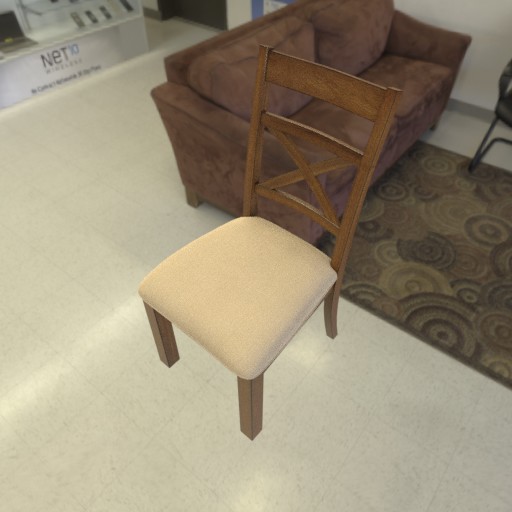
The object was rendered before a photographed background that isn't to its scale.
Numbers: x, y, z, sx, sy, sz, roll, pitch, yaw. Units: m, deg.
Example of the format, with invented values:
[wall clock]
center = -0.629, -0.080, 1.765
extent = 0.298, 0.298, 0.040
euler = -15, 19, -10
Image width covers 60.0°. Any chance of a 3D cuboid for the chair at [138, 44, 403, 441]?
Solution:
[chair]
center = 0.000, 0.000, 1.293
extent = 0.461, 0.949, 0.581
euler = 32, 54, 27
